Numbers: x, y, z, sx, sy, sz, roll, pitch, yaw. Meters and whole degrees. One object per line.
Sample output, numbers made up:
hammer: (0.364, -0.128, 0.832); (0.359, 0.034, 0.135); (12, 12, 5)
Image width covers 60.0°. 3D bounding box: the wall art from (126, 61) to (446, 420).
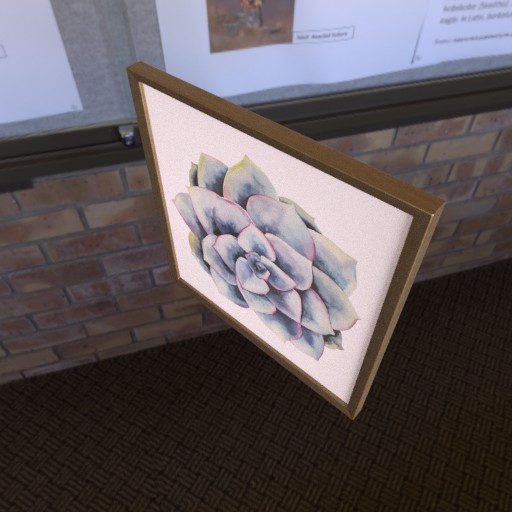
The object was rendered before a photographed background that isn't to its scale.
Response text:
wall art: (0.000, 0.000, 0.751); (0.503, 0.506, 0.030); (33, 55, 27)
